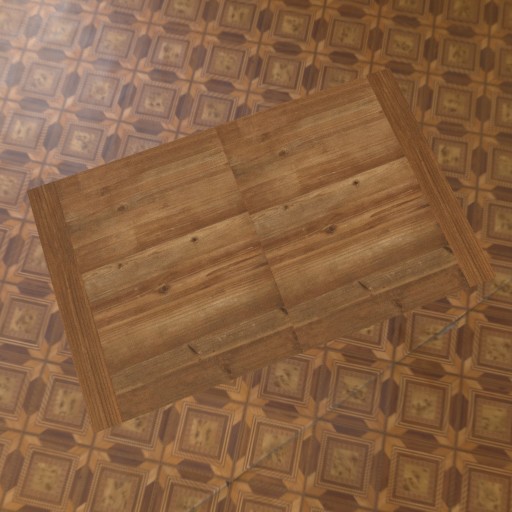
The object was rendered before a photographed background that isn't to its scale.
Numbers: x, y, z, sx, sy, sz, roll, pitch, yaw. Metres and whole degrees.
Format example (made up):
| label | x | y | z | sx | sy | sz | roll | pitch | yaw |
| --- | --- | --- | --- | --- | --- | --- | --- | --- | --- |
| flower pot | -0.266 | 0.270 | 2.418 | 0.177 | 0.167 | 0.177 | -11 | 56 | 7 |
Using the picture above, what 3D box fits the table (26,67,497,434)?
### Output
| label | x | y | z | sx | sy | sz | roll | pitch | yaw |
| --- | --- | --- | --- | --- | --- | --- | --- | --- | --- |
| table | 0.000 | 0.000 | 1.994 | 1.503 | 0.743 | 0.922 | -20 | 77 | -5 |
